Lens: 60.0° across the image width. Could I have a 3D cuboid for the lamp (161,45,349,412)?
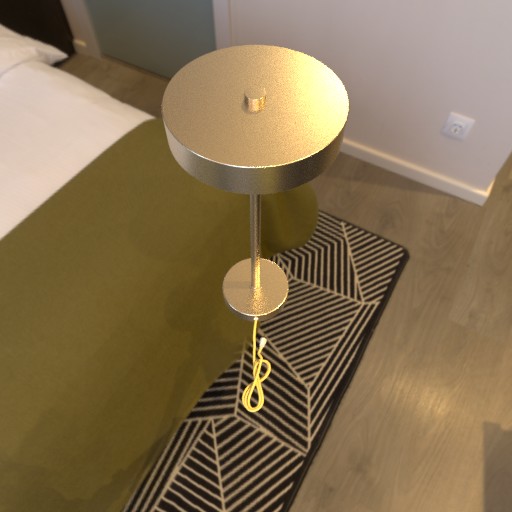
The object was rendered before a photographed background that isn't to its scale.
[{"bbox_3d":[0.000,0.000,0.710,0.229,0.508,0.369,-1,57,0],"label":"lamp"}]
